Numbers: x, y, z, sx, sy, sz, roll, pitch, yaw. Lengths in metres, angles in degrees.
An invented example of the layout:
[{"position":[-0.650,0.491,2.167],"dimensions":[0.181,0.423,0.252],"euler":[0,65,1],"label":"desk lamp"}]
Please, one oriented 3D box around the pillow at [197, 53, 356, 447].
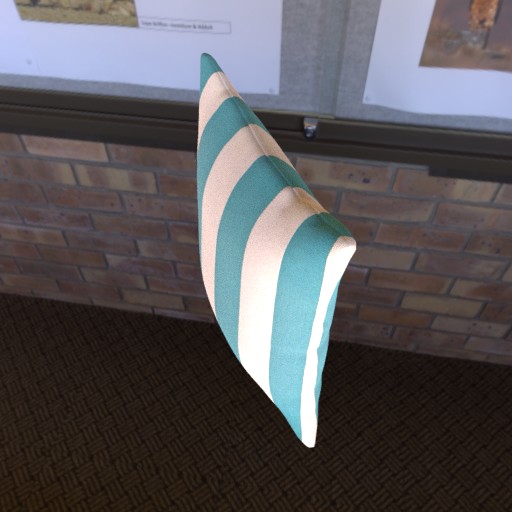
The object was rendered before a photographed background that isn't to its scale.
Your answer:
[{"position":[0.000,0.000,0.805],"dimensions":[0.189,0.526,0.536],"euler":[-17,49,-15],"label":"pillow"}]
